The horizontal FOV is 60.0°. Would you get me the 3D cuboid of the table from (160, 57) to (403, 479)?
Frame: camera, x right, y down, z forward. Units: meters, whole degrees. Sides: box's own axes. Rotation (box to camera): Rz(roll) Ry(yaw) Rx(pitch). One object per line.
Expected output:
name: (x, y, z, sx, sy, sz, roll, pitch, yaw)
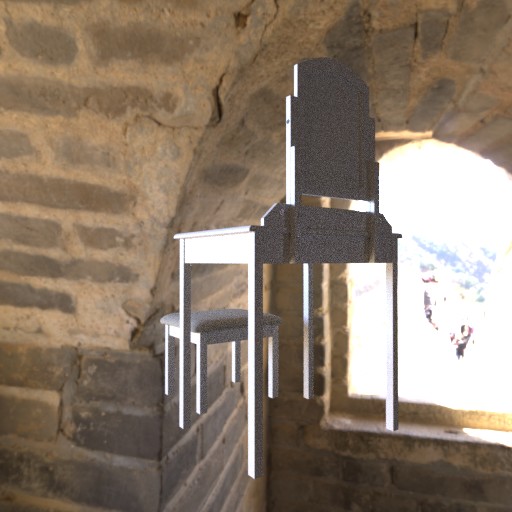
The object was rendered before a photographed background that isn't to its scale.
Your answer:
table: (0.000, 0.000, 2.318, 0.876, 1.631, 1.211, 0, -1, -35)
